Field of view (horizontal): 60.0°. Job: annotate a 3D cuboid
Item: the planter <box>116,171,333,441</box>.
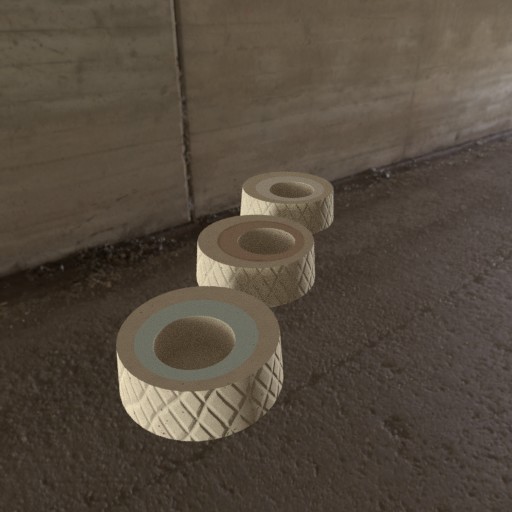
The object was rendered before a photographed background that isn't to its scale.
[{"bbox_3d":[0.000,0.000,0.419,0.114,0.038,0.390,8,31,14],"label":"planter"}]
